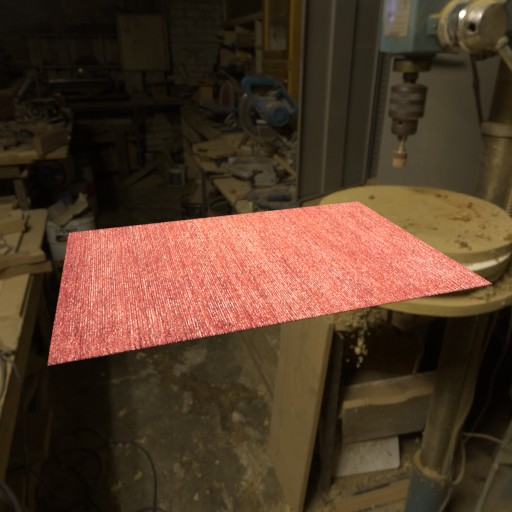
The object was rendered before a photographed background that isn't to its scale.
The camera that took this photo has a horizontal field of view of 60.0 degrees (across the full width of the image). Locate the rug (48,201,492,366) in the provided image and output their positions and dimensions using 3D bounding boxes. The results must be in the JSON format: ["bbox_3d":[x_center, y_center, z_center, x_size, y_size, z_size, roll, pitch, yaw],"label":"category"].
[{"bbox_3d":[0.000,0.000,2.130,1.747,0.011,1.139,-8,27,-16],"label":"rug"}]
